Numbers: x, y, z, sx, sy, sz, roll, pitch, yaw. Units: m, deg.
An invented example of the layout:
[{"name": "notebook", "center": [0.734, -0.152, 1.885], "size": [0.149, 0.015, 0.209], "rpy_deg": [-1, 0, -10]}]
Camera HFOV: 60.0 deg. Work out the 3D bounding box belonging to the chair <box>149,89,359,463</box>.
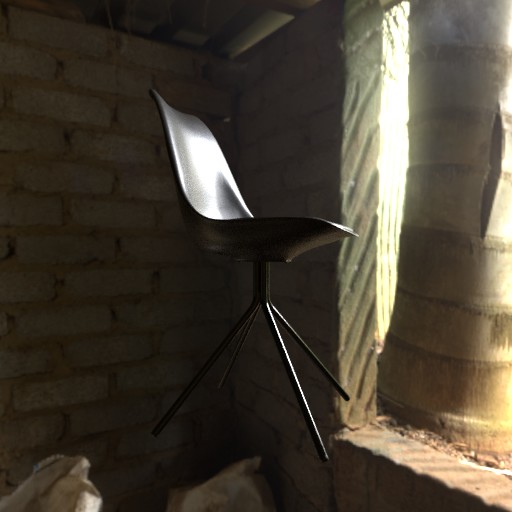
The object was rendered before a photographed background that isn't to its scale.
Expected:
[{"name": "chair", "center": [0.000, 0.000, 1.168], "size": [0.525, 0.850, 0.461], "rpy_deg": [0, 1, 18]}]
